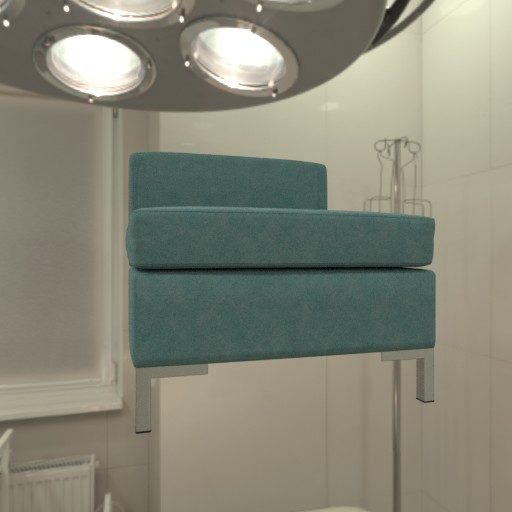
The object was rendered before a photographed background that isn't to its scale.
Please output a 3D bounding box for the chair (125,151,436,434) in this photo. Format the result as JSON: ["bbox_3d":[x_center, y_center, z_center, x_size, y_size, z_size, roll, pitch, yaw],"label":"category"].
[{"bbox_3d":[0.000,0.000,1.213,0.684,0.660,0.685,0,0,-16],"label":"chair"}]
